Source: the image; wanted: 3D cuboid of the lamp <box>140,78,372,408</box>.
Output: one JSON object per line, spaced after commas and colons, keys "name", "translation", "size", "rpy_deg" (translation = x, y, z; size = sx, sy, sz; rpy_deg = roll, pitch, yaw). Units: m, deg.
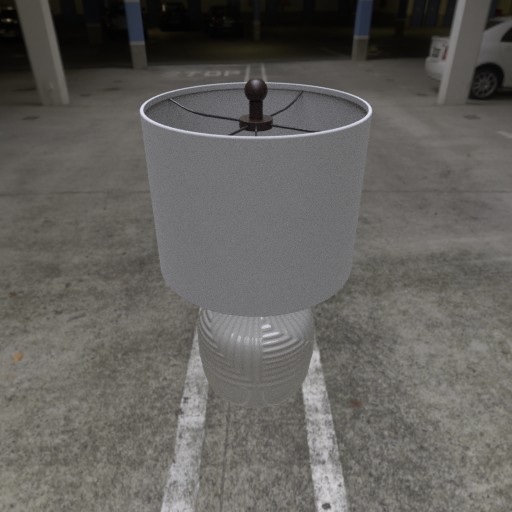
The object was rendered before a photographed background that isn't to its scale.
{"name": "lamp", "translation": [0.000, 0.000, 0.750], "size": [0.318, 0.567, 0.318], "rpy_deg": [0, 32, 0]}
